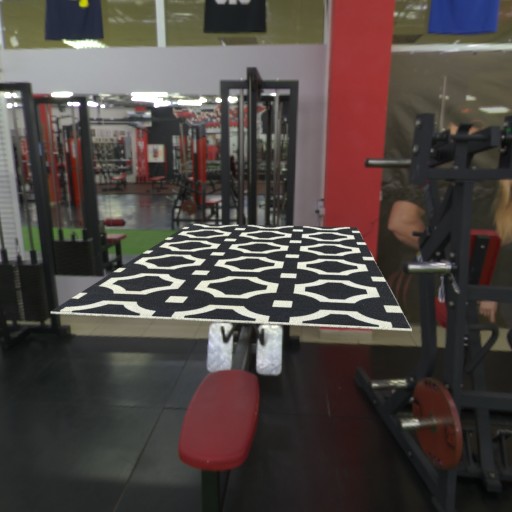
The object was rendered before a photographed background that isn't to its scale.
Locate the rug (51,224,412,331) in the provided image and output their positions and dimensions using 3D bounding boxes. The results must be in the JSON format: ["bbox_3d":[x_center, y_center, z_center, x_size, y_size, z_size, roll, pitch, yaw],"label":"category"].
[{"bbox_3d":[0.000,0.000,2.974,1.555,0.016,2.286,2,14,7],"label":"rug"}]
